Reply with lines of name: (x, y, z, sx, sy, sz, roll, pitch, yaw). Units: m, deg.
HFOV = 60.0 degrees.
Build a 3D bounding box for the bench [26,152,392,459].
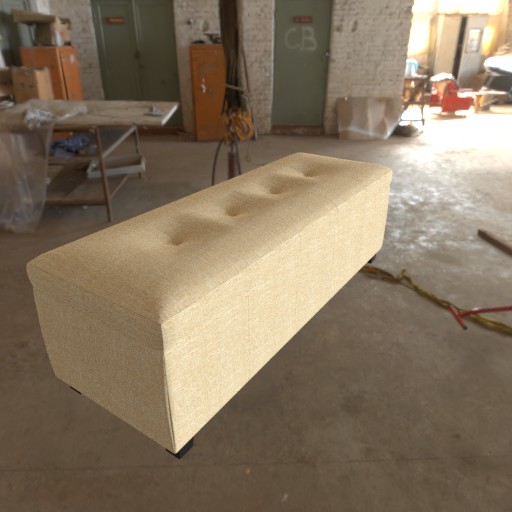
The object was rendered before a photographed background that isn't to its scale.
bench: (0.000, 0.000, 1.402, 0.432, 0.406, 1.219, 17, 31, 30)
